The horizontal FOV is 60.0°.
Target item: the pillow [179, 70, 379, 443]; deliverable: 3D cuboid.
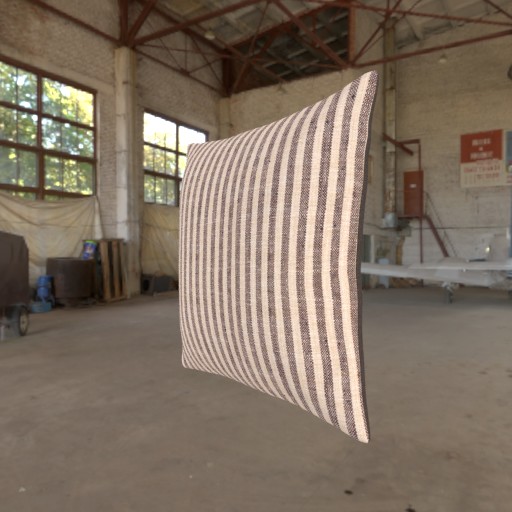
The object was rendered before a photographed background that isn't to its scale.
[{"bbox_3d":[0.000,0.000,0.804,0.166,0.506,0.523,0,1,-38],"label":"pillow"}]
